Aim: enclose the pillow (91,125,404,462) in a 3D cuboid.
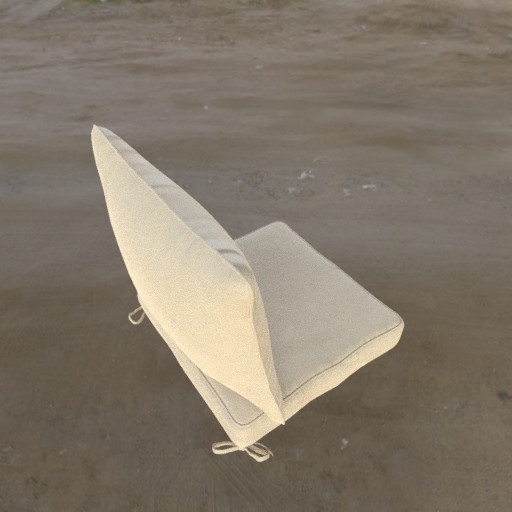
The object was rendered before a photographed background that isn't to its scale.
[{"bbox_3d":[0.000,0.000,1.338,0.733,0.716,0.798,-25,47,-26],"label":"pillow"}]
